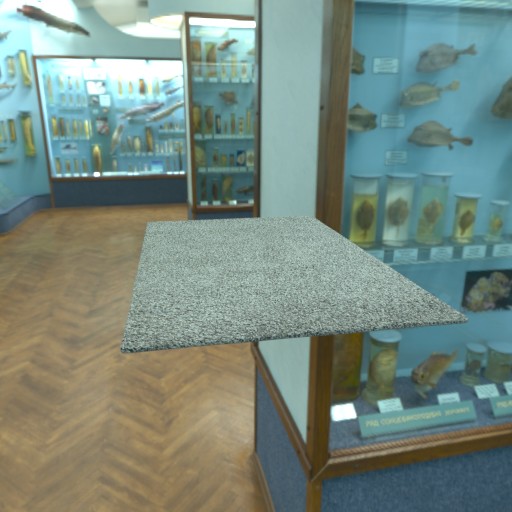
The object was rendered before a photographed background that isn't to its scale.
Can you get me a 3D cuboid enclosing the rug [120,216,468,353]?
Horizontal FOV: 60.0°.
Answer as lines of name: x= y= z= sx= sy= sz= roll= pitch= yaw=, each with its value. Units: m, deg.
rug: x=0.000 y=0.000 z=3.463 sx=1.778 sy=0.030 sz=2.743 roll=-3 pitch=17 yaw=-10
